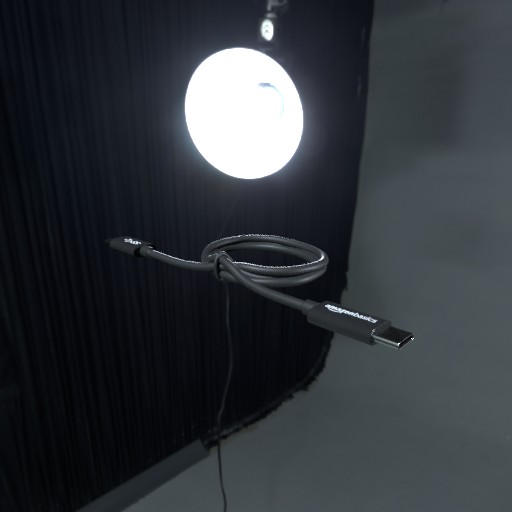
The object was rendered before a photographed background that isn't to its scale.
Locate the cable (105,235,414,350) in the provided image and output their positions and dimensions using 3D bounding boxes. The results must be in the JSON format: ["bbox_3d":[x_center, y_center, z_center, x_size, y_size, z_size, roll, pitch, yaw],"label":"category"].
[{"bbox_3d":[0.000,0.000,0.221,0.186,0.014,0.070,15,22,42],"label":"cable"}]
